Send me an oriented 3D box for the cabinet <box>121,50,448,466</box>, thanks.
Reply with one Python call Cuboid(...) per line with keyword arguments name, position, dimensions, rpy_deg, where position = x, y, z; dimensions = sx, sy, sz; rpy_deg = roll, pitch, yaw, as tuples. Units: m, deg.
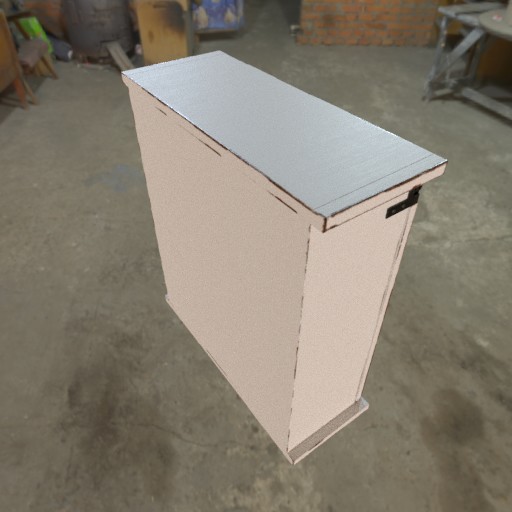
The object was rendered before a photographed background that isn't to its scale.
Cuboid(name="cabinet", position=(0.000, 0.000, 0.878), dimensions=(0.210, 0.603, 0.541), rpy_deg=(-25, 48, -26))
